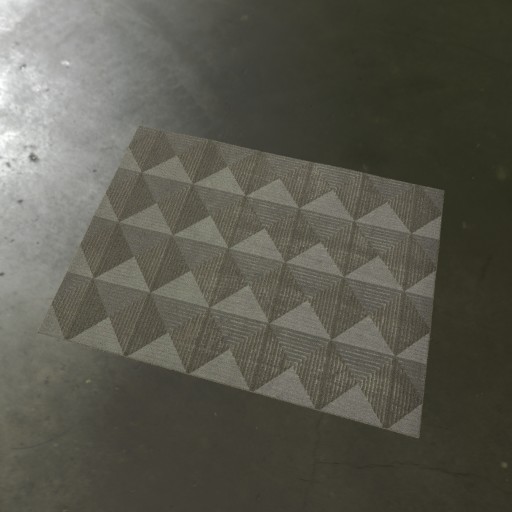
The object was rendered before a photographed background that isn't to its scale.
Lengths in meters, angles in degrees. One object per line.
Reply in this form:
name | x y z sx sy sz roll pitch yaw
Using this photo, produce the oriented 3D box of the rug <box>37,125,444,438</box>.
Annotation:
rug | 0.000 0.000 4.205 3.333 0.027 2.428 14 65 6
